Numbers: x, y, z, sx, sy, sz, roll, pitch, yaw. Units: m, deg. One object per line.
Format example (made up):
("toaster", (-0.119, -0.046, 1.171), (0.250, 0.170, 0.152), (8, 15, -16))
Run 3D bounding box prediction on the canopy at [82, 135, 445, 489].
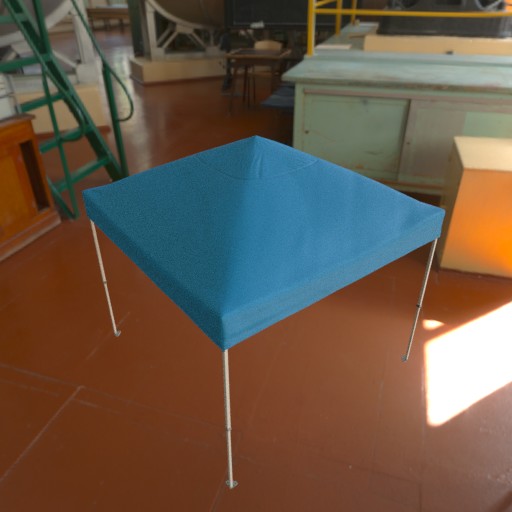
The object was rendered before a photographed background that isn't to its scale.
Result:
("canopy", (0.000, 0.000, 5.475), (2.996, 2.997, 2.998), (-22, 38, -31))
